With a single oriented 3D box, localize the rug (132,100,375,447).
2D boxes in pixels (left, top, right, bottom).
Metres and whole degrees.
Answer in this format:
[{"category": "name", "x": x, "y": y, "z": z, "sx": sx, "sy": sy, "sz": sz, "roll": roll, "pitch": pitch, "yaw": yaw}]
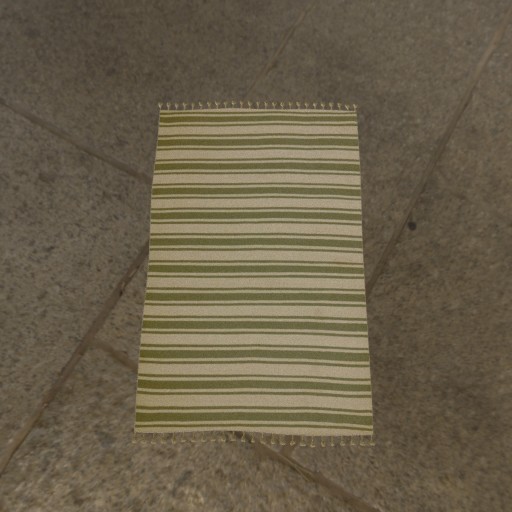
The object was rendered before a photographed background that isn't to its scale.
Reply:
[{"category": "rug", "x": 0.000, "y": 0.000, "z": 2.352, "sx": 1.162, "sy": 0.013, "sz": 1.875, "roll": 1, "pitch": 75, "yaw": 0}]
